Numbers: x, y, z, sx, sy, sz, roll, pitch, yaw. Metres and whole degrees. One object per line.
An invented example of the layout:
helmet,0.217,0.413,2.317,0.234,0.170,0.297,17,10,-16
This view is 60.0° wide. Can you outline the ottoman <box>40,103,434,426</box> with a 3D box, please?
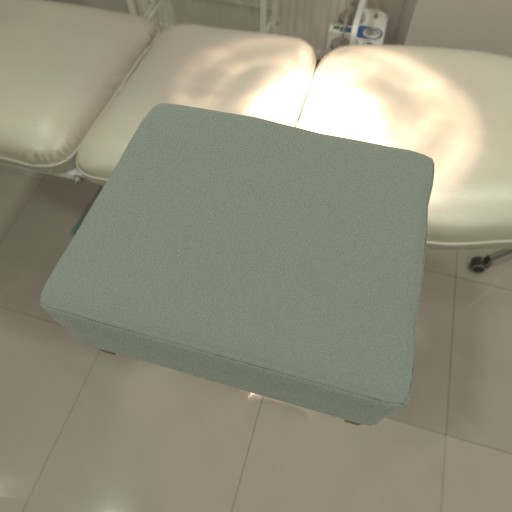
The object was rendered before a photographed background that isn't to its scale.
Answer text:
ottoman,0.000,0.000,1.464,0.991,0.494,0.842,14,60,8
